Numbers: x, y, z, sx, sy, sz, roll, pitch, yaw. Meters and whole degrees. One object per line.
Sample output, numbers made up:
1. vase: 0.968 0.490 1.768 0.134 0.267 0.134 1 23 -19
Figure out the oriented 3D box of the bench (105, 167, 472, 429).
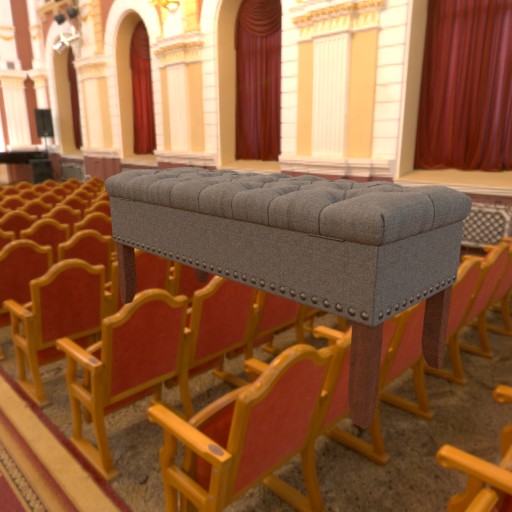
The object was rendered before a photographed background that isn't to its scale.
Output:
1. bench: 0.000 0.000 1.320 0.417 0.470 1.052 -14 20 -43
